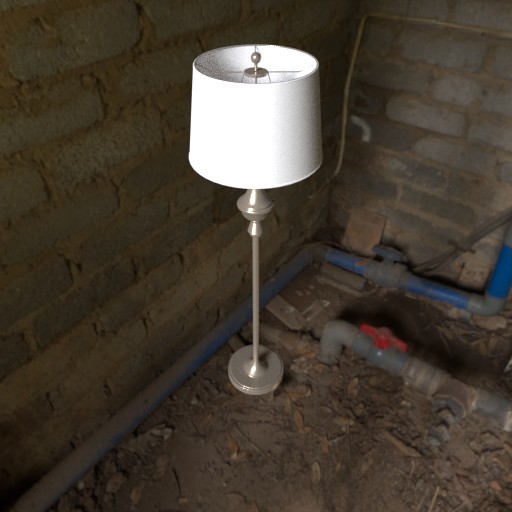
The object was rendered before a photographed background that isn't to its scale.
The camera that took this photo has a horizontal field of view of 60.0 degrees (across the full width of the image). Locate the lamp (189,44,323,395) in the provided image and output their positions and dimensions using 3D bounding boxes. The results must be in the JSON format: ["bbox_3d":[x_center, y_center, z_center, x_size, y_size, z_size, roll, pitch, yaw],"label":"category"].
[{"bbox_3d":[0.000,0.000,1.714,0.431,1.488,0.431,0,40,0],"label":"lamp"}]
